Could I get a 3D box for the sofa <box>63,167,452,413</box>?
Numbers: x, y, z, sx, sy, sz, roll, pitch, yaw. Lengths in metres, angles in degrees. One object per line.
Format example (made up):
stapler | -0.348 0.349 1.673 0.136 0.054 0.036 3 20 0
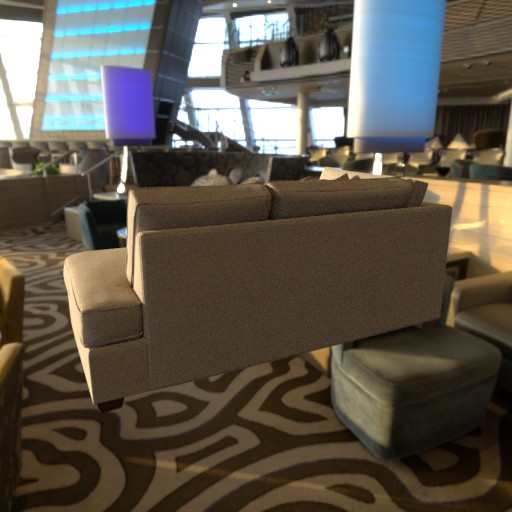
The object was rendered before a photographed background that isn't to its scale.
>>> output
sofa | 0.000 0.000 2.824 2.238 1.019 1.110 -7 16 -26
